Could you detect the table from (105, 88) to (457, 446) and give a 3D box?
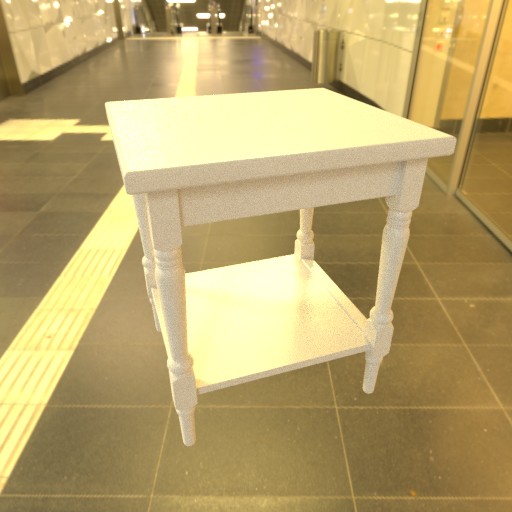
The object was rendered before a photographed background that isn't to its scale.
[{"bbox_3d":[0.000,0.000,0.918,0.488,0.565,0.442,-10,32,-16],"label":"table"}]
